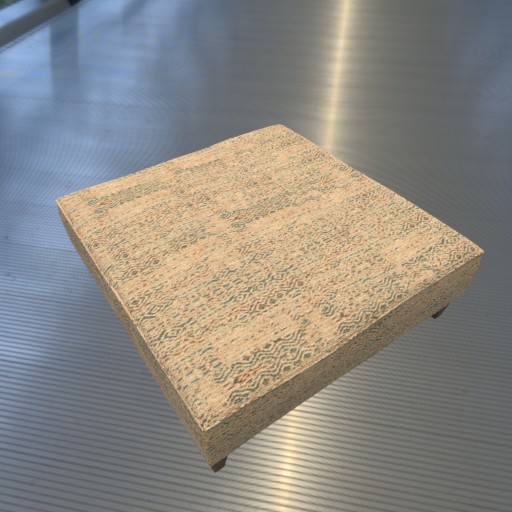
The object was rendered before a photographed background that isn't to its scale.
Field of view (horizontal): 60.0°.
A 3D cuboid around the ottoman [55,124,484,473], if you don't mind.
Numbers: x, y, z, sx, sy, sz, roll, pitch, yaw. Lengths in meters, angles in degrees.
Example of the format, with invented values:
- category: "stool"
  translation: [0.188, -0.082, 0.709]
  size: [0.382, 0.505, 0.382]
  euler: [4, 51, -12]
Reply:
- category: "ottoman"
  translation: [0.000, 0.000, 1.491]
  size: [0.968, 0.356, 1.004]
  euler: [-25, 48, -25]
